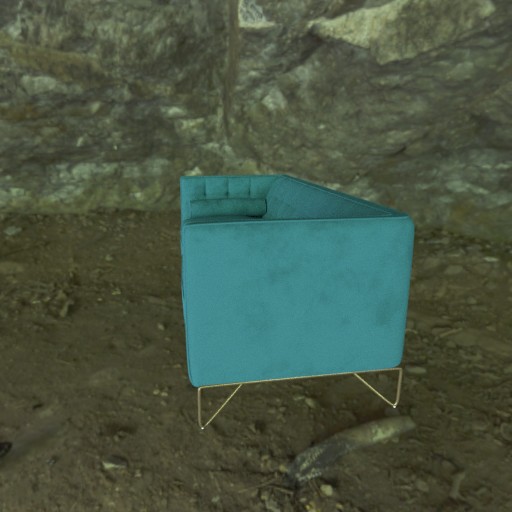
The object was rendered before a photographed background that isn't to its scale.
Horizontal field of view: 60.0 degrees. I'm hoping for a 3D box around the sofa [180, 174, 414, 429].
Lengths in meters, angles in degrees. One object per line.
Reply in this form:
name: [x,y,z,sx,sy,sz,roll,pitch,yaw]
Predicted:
sofa: [0.000,0.000,2.598,0.867,0.789,2.087,-2,15,-9]
